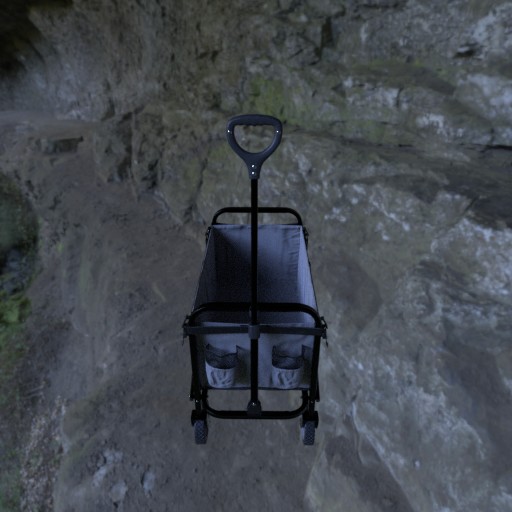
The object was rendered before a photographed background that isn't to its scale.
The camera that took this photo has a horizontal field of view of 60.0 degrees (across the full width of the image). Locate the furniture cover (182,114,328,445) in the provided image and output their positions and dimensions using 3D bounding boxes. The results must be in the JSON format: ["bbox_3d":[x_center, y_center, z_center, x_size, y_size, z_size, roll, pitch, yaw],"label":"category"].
[{"bbox_3d":[0.000,0.000,1.844,0.532,1.295,1.038,0,29,1],"label":"furniture cover"}]
